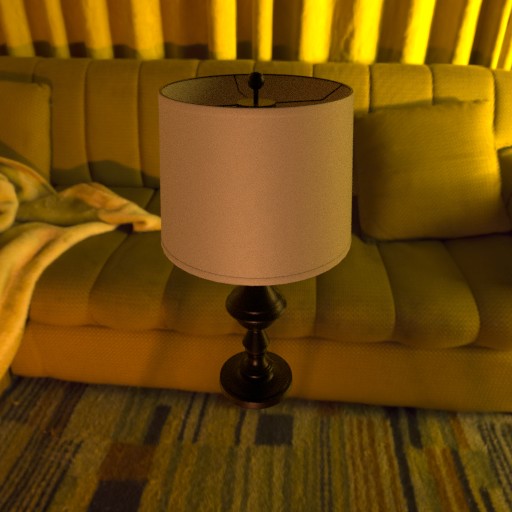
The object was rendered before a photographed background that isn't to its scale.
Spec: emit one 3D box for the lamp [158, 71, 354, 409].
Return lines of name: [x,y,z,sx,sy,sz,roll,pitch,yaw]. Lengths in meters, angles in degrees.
lamp: [0.000,0.000,0.935,0.383,0.726,0.383,0,30,0]
